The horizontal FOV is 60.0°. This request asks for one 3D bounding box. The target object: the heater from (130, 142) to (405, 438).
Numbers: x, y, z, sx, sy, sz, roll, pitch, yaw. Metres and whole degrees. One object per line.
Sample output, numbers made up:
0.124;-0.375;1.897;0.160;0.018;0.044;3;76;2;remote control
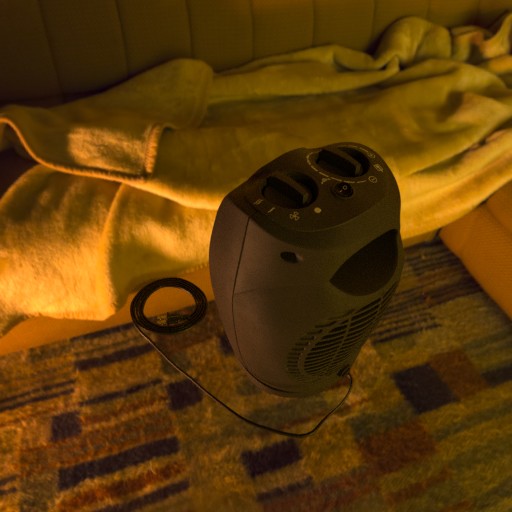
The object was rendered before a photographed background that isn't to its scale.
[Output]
0.000;0.000;0.473;0.239;0.255;0.291;-31;53;-27;heater
